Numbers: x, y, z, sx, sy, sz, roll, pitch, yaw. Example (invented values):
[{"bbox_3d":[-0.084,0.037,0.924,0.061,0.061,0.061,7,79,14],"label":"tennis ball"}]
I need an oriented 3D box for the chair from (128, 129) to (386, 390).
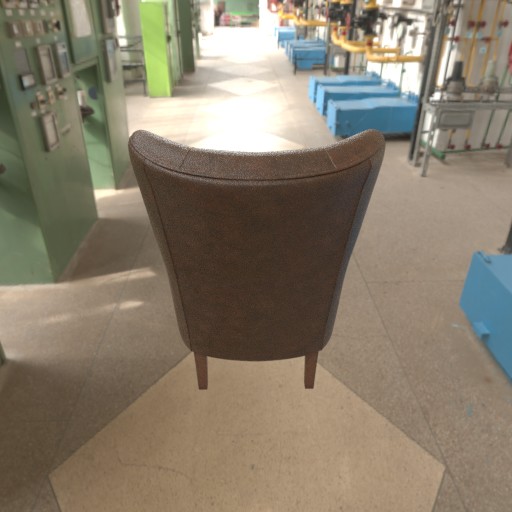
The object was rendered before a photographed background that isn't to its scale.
[{"bbox_3d":[0.000,0.000,1.645,0.692,1.048,0.914,0,30,-1],"label":"chair"}]
